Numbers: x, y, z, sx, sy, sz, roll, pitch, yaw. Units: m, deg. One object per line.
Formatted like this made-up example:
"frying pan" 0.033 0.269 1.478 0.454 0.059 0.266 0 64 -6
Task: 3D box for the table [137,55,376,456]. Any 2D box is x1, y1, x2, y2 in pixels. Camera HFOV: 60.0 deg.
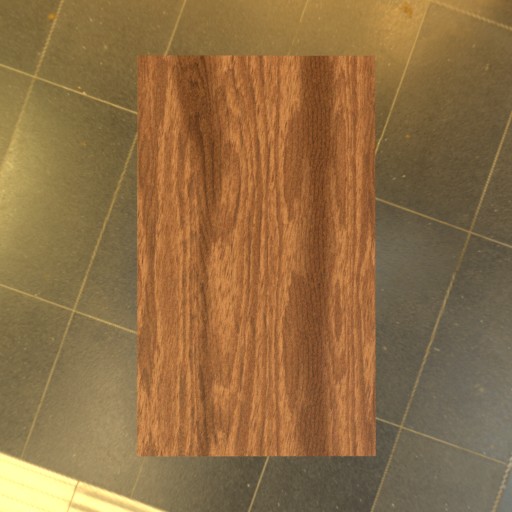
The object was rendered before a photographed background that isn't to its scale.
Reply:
"table" 0.000 0.000 1.853 0.801 0.724 1.349 0 90 0
